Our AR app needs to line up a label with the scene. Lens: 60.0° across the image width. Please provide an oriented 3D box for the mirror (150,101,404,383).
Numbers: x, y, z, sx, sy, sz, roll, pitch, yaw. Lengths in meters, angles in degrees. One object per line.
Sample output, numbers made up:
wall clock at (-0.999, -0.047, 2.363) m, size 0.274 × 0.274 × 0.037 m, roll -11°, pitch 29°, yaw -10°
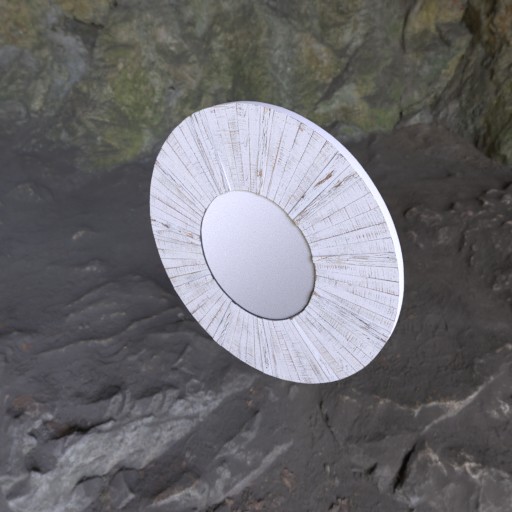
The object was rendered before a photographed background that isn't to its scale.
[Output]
mirror at (0.000, 0.000, 1.376) m, size 0.914 × 0.914 × 0.038 m, roll 20°, pitch 36°, yaw 31°
